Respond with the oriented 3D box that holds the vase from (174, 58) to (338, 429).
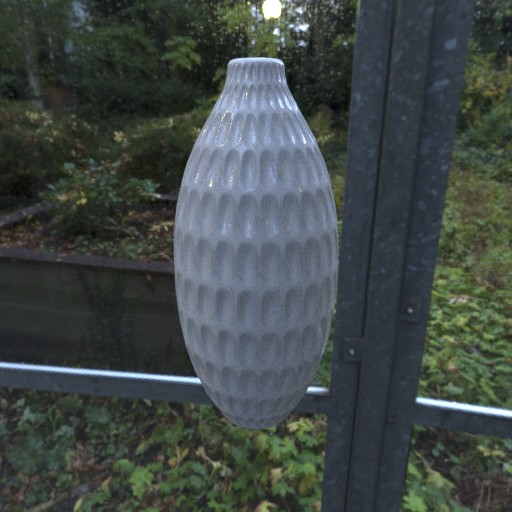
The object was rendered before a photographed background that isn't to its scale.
[{"bbox_3d":[0.000,0.000,0.348,0.127,0.282,0.127,0,19,0],"label":"vase"}]
